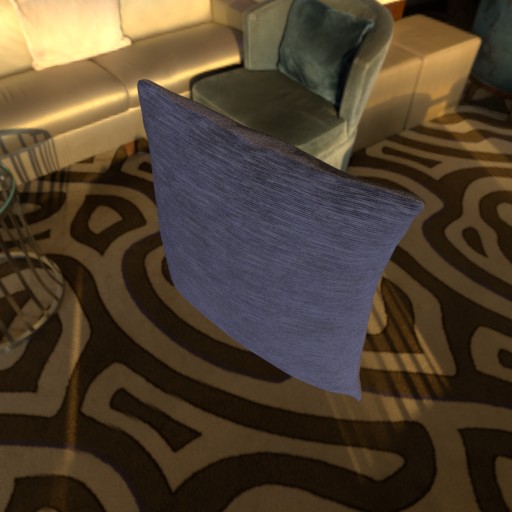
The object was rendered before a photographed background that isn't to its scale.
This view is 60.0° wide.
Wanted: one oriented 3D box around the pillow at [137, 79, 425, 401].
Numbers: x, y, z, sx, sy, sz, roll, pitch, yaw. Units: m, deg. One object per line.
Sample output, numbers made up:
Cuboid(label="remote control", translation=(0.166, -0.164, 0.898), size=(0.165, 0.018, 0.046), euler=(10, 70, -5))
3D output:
Cuboid(label="pillow", translation=(0.000, 0.000, 0.702), size=(0.452, 0.439, 0.204), euler=(31, 53, 26))
